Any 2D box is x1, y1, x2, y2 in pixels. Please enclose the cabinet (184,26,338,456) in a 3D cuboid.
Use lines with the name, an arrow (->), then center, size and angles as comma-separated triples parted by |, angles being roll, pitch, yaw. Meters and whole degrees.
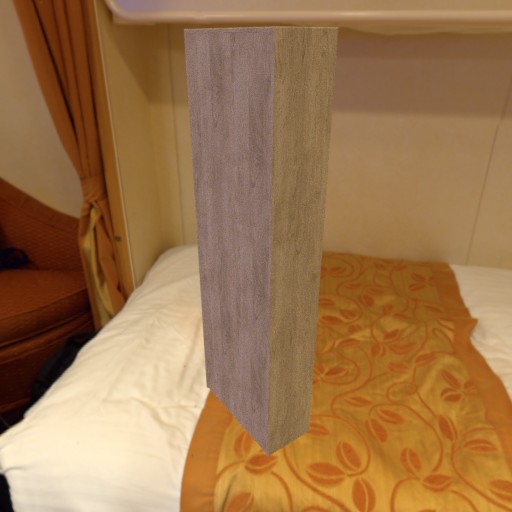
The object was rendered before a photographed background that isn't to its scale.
cabinet -> 0.000, 0.000, 1.785 | 0.250, 1.630, 0.520 | -18, 31, -31
